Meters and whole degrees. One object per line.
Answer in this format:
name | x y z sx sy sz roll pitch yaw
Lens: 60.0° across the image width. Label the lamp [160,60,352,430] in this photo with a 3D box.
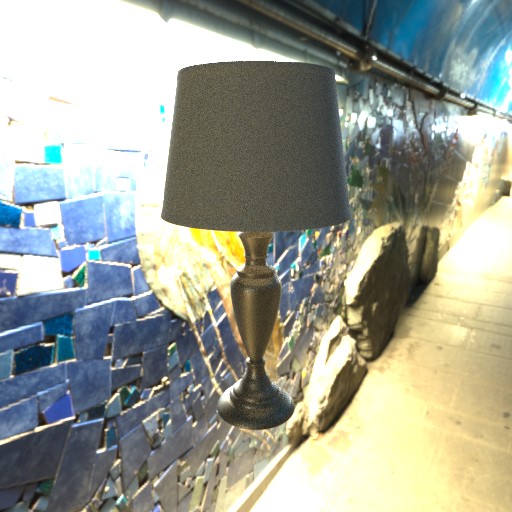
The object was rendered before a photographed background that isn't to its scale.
lamp | 0.000 0.000 0.797 0.328 0.612 0.328 0 14 0
